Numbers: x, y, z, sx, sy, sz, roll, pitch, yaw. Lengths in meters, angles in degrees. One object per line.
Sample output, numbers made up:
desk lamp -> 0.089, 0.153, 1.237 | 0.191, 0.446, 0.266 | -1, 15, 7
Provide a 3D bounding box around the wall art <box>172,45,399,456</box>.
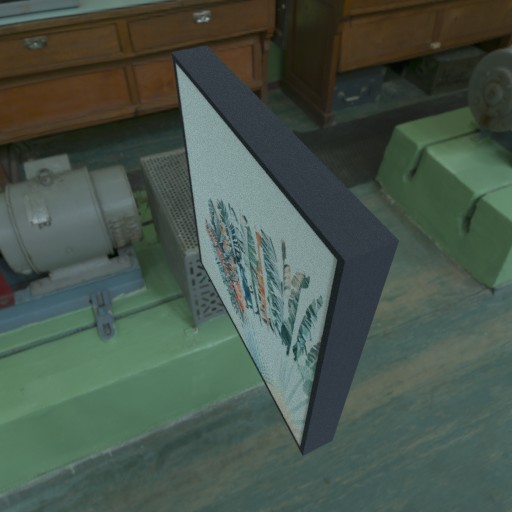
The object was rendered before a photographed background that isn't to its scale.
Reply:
wall art -> 0.000, 0.000, 0.449 | 0.036, 0.300, 0.302 | -19, 50, -17
